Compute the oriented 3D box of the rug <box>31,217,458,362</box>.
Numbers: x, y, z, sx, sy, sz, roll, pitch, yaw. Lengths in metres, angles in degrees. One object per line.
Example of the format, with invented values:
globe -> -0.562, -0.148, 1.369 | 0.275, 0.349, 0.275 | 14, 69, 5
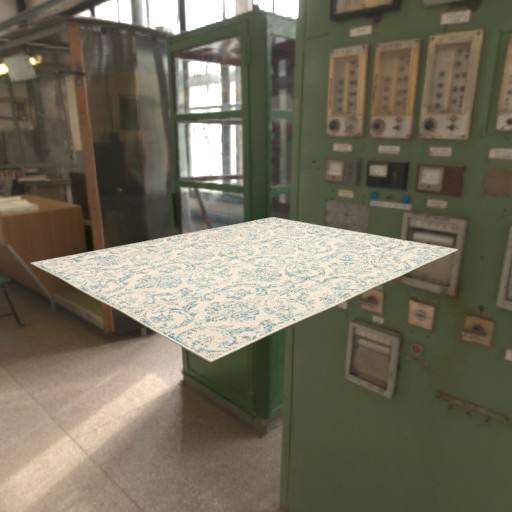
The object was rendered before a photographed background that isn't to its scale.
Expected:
rug -> 0.000, 0.000, 3.921 | 2.363, 0.012, 2.980 | 15, 21, 43
